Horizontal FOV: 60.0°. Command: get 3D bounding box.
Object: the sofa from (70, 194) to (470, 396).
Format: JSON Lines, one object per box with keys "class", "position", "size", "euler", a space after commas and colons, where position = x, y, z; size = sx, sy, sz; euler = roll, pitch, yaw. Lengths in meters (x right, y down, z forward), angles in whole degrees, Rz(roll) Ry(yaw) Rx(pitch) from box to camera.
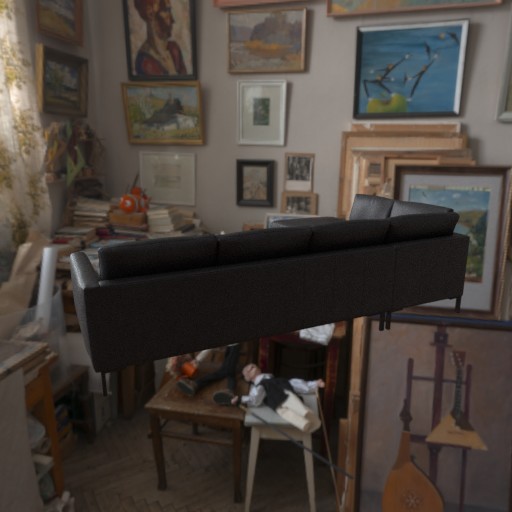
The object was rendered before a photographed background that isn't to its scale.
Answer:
{"class": "sofa", "position": [0.000, 0.000, 3.826], "size": [2.984, 0.877, 1.938], "euler": [-7, 16, -25]}
